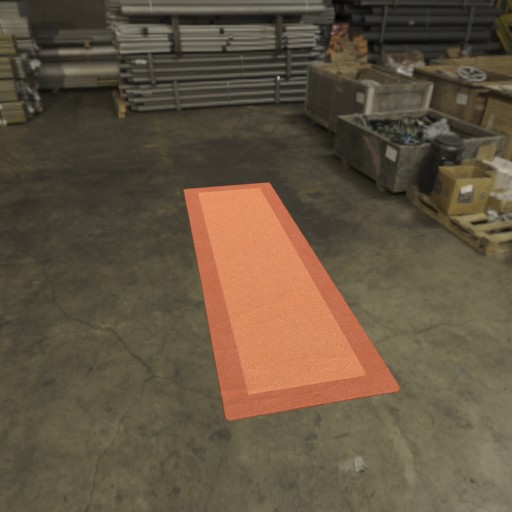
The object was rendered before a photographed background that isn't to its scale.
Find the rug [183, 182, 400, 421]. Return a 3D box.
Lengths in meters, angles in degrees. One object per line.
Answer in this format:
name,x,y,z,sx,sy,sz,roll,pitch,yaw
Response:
rug,0.000,0.000,2.832,0.914,0.013,2.471,-8,32,-13
